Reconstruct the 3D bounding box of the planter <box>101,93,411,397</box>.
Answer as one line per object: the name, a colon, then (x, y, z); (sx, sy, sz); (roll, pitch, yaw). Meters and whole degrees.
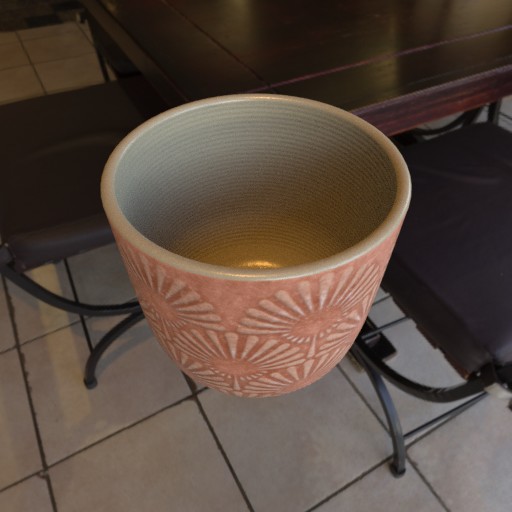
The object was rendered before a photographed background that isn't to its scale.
planter: (0.000, 0.000, 0.220); (0.124, 0.109, 0.124); (0, 46, 0)
